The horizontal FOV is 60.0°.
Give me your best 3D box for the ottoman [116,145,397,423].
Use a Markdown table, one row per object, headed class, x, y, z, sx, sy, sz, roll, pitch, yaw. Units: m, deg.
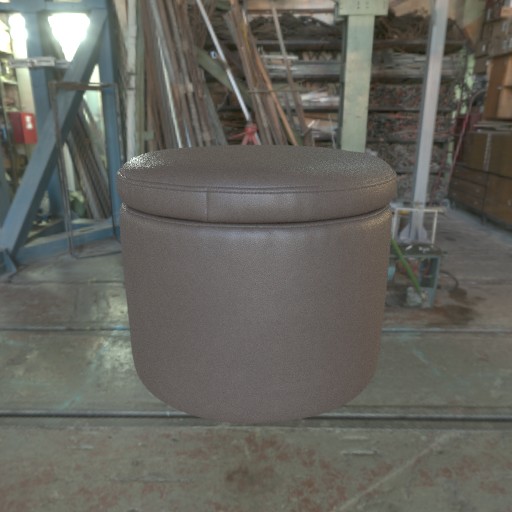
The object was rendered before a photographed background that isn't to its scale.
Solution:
| class | x | y | z | sx | sy | sz | roll | pitch | yaw |
| --- | --- | --- | --- | --- | --- | --- | --- | --- | --- |
| ottoman | 0.000 | 0.000 | 0.867 | 0.500 | 0.409 | 0.500 | 0 | 18 | 0 |
